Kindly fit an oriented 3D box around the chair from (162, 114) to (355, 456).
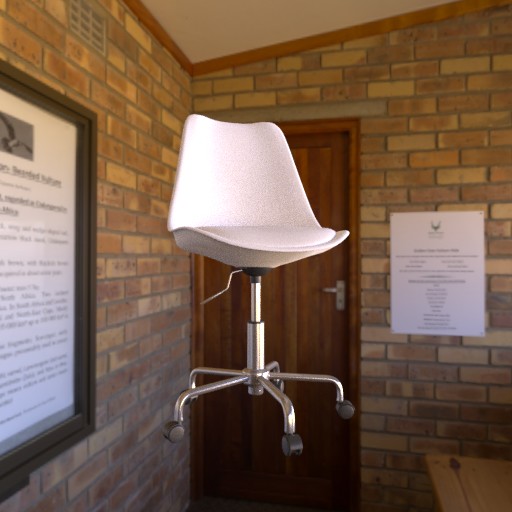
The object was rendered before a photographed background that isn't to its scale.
[{"bbox_3d":[0.000,0.000,1.271,0.550,0.930,0.550,0,-1,-19],"label":"chair"}]
